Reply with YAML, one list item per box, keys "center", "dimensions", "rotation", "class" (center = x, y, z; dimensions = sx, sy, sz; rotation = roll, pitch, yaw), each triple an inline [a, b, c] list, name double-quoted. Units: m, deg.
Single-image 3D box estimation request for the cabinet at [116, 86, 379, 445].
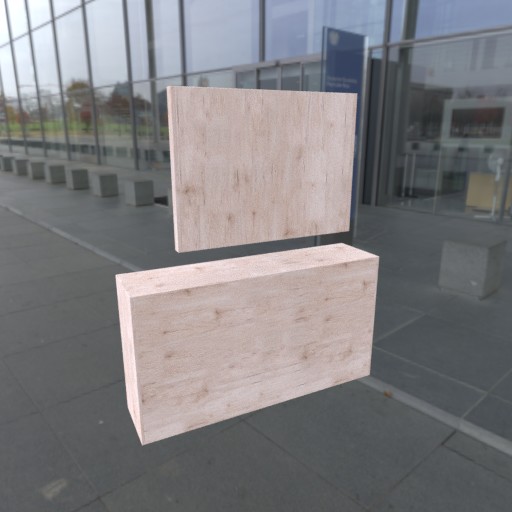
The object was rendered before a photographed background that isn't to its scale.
- center: [0.000, 0.000, 2.859]
  dimensions: [1.700, 1.981, 0.420]
  rotation: [-8, 18, -26]
  class: "cabinet"
